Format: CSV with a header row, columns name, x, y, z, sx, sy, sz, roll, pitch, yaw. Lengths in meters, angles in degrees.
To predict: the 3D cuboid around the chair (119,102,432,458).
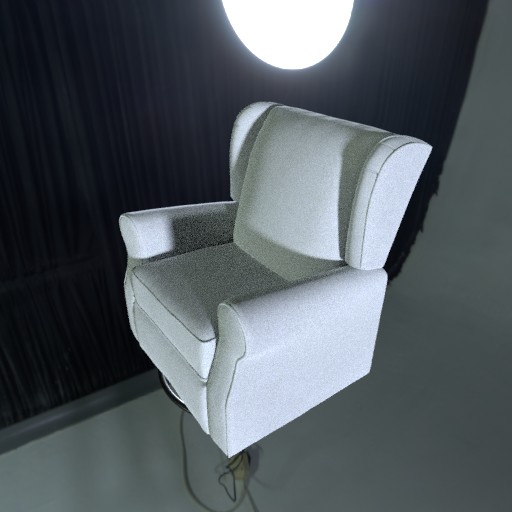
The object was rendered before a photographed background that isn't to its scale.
name,x,y,z,sx,sy,sz,roll,pitch,yaw
chair,0.000,0.000,1.695,0.854,0.967,0.906,-20,35,-31
